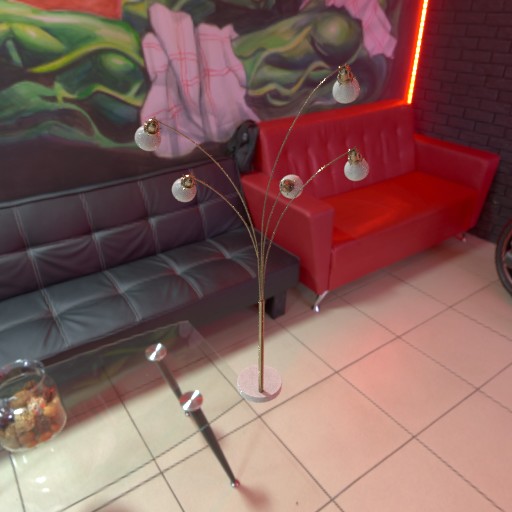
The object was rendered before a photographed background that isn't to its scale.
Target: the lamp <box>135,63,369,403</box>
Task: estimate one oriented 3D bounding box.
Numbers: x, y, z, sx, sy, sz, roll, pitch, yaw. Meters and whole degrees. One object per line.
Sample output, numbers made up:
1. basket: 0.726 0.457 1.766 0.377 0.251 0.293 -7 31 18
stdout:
1. lamp: 0.000 0.000 2.997 1.405 2.423 0.361 -1 30 -2
